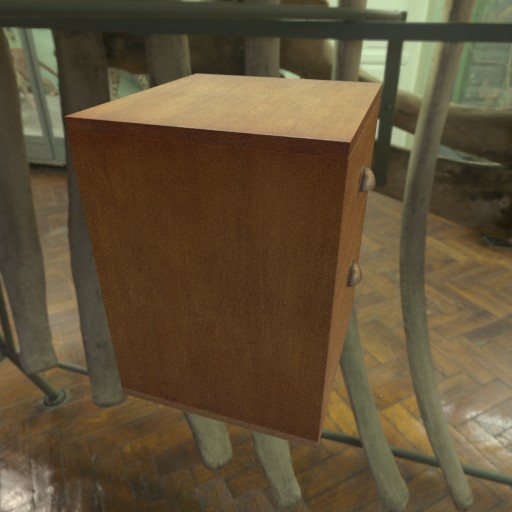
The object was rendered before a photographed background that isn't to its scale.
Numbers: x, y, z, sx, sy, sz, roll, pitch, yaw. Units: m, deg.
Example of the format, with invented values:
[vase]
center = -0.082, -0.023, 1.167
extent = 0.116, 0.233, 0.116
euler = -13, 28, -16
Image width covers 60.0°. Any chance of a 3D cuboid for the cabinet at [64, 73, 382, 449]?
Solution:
[cabinet]
center = 0.000, 0.000, 0.846
extent = 0.401, 0.579, 0.409
euler = 10, 32, 16
